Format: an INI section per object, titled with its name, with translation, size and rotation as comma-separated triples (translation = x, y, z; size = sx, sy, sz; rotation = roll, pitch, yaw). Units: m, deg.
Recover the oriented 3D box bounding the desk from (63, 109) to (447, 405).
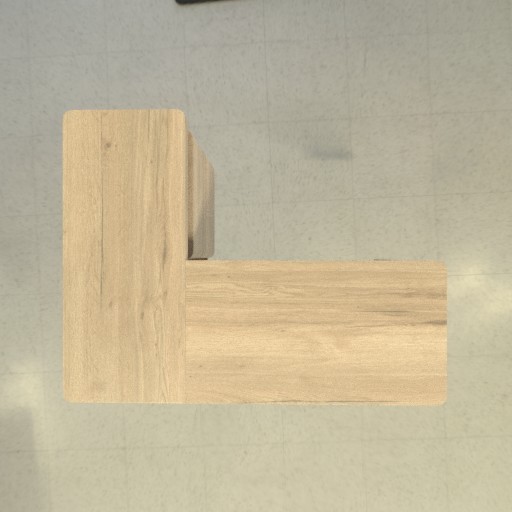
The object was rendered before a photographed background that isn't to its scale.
[desk]
translation = 0.000, 0.000, 1.728
size = 1.169, 0.760, 0.900
rotation = 0, 90, 2
